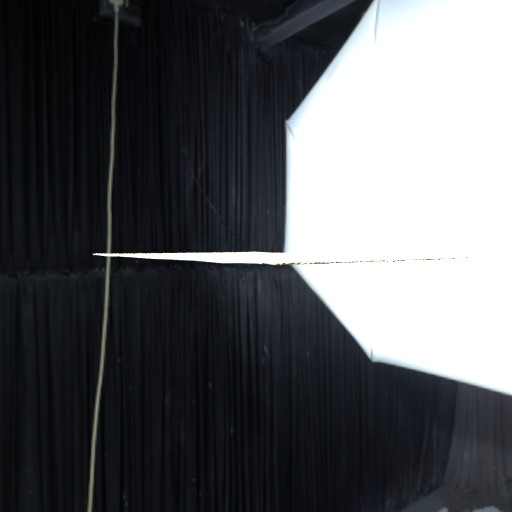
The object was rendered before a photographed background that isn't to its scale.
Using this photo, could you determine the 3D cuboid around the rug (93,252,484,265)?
[{"bbox_3d":[0.000,0.000,2.401,1.218,0.017,1.861,-1,2,-36],"label":"rug"}]
